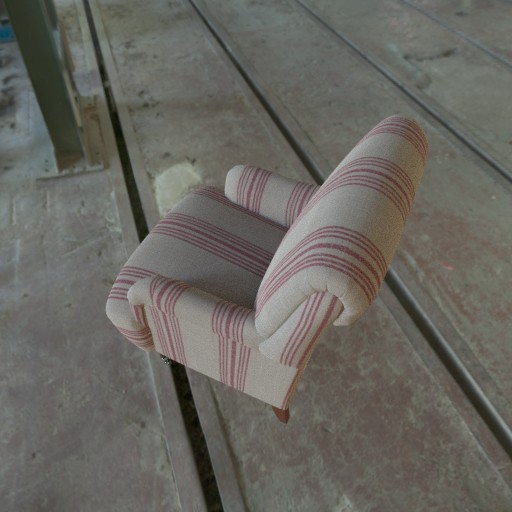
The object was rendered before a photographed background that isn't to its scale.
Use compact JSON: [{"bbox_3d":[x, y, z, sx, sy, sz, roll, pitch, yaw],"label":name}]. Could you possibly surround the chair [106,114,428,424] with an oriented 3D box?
[{"bbox_3d":[0.000,0.000,1.865,1.058,1.123,0.933,19,50,17],"label":"chair"}]
